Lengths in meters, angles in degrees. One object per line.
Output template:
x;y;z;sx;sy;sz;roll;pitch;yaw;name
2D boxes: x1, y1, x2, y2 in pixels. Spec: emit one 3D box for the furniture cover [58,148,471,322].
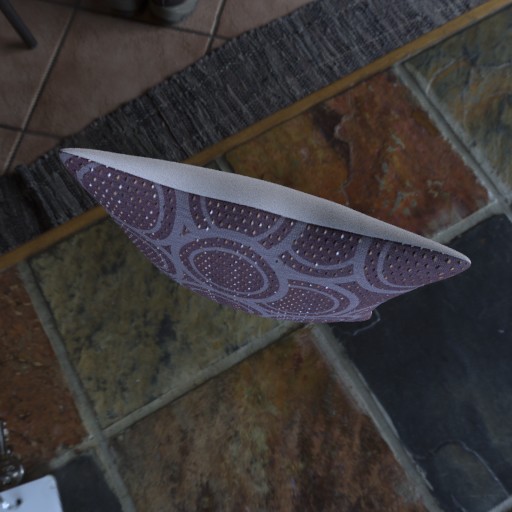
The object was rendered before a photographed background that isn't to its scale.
0.000;0.000;0.806;0.552;0.509;0.193;16;75;4;furniture cover
